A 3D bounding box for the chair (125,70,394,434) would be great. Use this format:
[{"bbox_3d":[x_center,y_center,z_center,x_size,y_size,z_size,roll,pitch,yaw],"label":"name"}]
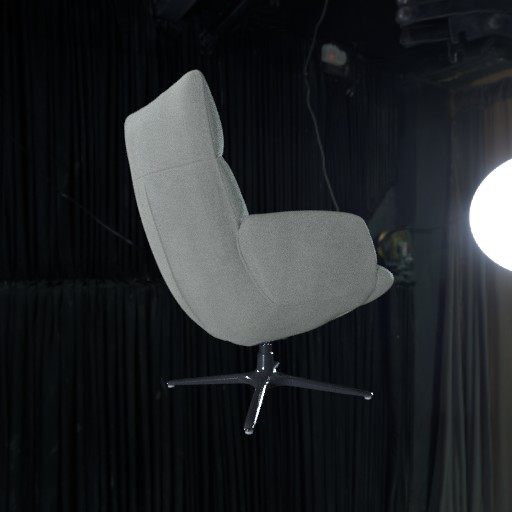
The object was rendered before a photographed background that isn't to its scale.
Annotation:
[{"bbox_3d":[0.000,0.000,1.624,0.889,1.016,0.711,0,1,-35],"label":"chair"}]
